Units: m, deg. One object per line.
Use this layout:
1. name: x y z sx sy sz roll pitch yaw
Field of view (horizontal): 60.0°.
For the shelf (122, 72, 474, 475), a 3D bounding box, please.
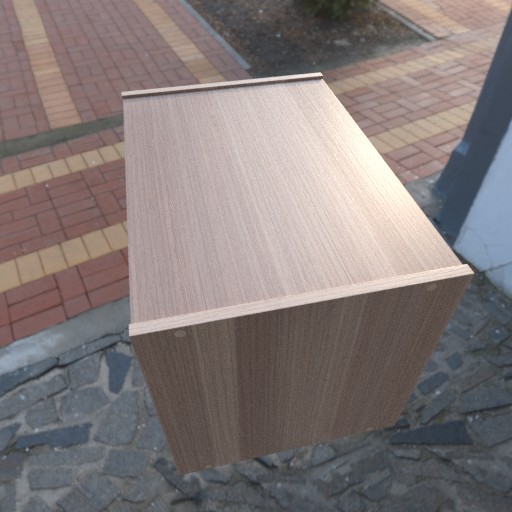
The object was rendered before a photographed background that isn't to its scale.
1. shelf: 0.000 0.000 0.607 0.290 0.305 0.415 -9 46 -9
